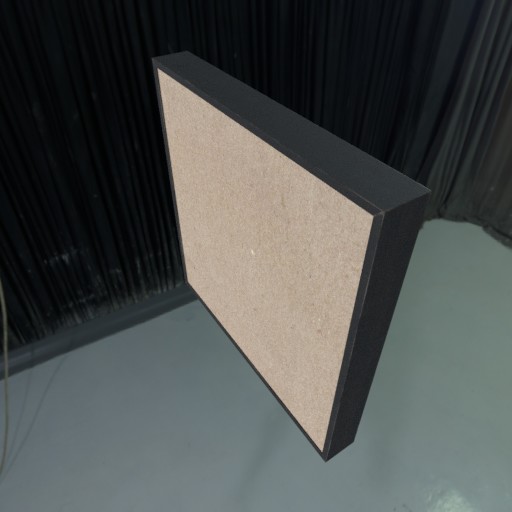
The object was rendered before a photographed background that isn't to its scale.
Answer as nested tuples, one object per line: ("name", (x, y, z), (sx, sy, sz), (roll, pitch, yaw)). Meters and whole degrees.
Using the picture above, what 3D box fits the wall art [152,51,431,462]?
("wall art", (0.000, 0.000, 0.441), (0.038, 0.305, 0.305), (-24, 47, -25))
